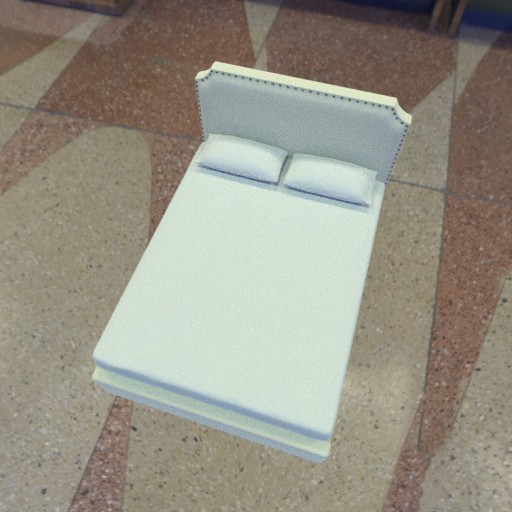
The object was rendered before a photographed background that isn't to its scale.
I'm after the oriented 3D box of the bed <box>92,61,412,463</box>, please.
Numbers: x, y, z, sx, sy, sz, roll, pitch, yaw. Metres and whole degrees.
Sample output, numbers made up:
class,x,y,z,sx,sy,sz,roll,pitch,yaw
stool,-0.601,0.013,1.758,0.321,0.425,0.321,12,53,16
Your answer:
class,x,y,z,sx,sy,sz,roll,pitch,yaw
bed,0.000,0.000,3.323,1.703,1.415,2.329,15,60,9
